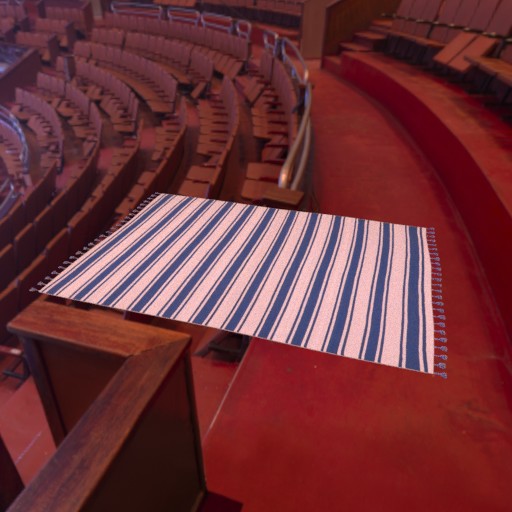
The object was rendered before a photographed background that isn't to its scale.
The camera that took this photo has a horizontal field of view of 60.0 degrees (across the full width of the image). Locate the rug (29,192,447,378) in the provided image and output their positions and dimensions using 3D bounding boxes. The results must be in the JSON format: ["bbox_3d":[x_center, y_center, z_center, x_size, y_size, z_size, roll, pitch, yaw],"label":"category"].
[{"bbox_3d":[0.000,0.000,2.920,2.315,0.010,1.544,9,32,15],"label":"rug"}]
